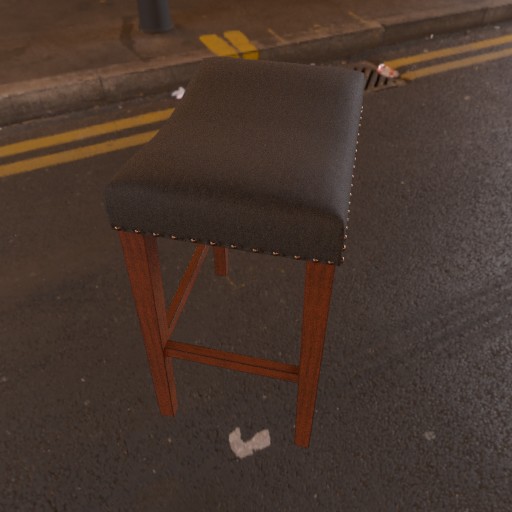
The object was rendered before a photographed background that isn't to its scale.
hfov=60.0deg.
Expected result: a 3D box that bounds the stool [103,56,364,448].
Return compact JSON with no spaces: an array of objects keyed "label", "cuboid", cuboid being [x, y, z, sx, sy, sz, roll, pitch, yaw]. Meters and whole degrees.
[{"label":"stool","cuboid":[0.000,0.000,0.859,0.320,0.612,0.439,9,46,9]}]
